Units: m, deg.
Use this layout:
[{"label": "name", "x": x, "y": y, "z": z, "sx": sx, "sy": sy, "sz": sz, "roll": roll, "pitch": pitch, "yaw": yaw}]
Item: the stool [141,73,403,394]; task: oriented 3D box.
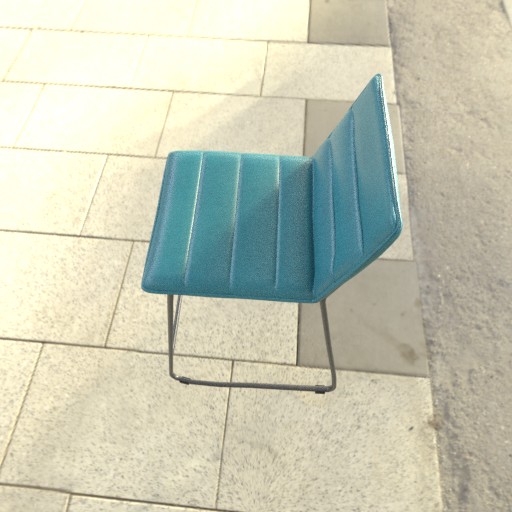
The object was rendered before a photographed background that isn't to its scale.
[{"label": "stool", "x": 0.000, "y": 0.000, "z": 1.164, "sx": 0.524, "sy": 0.866, "sz": 0.489, "roll": 3, "pitch": 60, "yaw": 2}]
